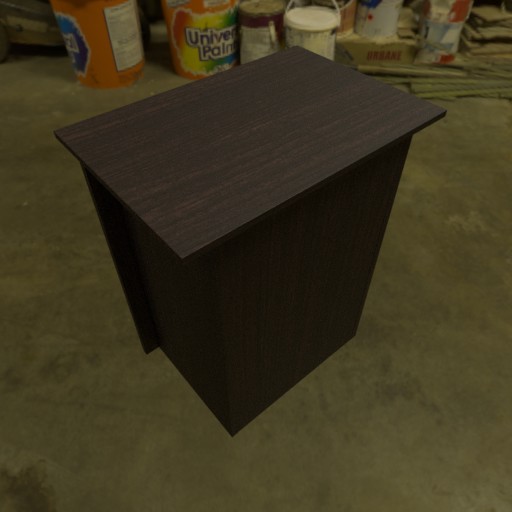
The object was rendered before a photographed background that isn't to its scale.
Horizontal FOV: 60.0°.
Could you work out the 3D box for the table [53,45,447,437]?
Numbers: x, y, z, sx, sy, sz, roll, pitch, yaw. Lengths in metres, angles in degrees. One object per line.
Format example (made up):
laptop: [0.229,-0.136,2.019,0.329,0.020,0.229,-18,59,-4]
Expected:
table: [0.000,0.000,1.057,0.591,0.711,0.406,-31,54,-27]
